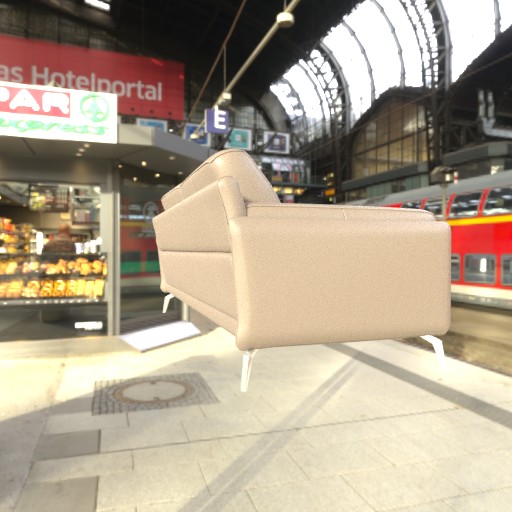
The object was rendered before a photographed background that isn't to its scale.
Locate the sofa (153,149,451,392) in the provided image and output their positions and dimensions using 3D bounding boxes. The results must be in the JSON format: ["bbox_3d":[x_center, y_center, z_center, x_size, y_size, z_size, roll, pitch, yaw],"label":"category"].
[{"bbox_3d":[0.000,0.000,2.598,1.049,0.930,2.101,0,1,-19],"label":"sofa"}]
